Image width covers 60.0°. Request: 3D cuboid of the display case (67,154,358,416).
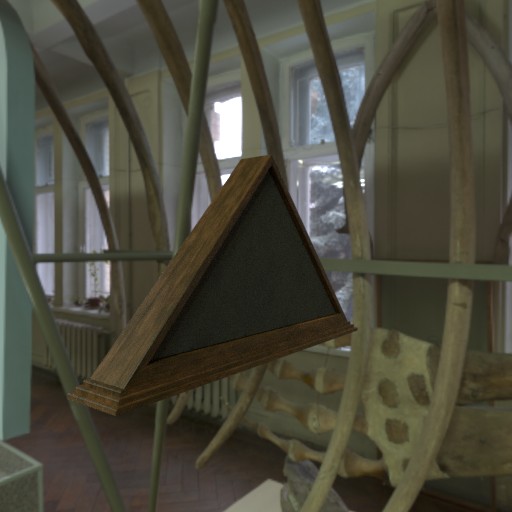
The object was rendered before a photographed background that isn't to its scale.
[{"bbox_3d":[0.000,0.000,0.763,0.095,0.340,0.640,1,1,36],"label":"display case"}]
